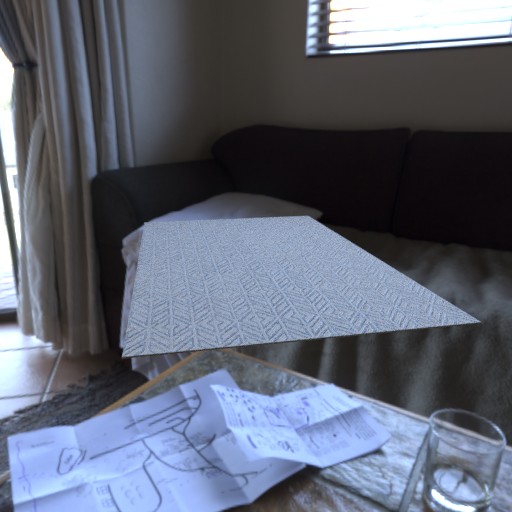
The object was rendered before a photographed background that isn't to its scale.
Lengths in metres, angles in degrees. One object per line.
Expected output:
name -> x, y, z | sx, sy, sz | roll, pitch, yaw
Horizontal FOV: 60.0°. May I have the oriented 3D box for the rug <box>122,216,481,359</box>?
rug -> 0.000, 0.000, 2.951 | 1.526, 0.008, 2.441 | -3, 17, -11
